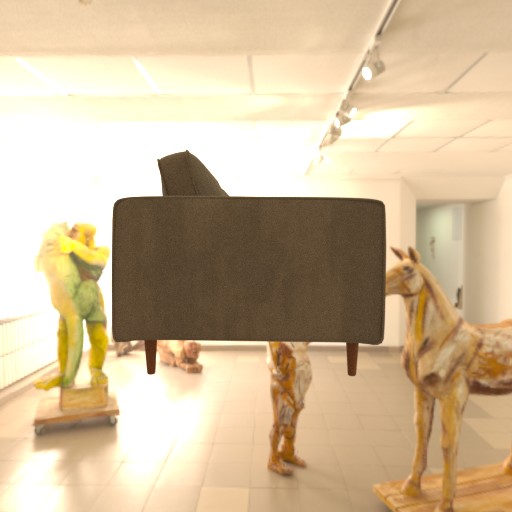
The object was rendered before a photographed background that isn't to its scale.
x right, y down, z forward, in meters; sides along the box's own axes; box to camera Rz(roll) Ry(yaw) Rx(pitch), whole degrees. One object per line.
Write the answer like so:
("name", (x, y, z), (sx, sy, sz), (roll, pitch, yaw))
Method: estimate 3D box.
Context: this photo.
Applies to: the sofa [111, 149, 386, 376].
("sofa", (0.000, 0.000, 2.397), (0.924, 0.825, 1.920), (0, 2, 1))
